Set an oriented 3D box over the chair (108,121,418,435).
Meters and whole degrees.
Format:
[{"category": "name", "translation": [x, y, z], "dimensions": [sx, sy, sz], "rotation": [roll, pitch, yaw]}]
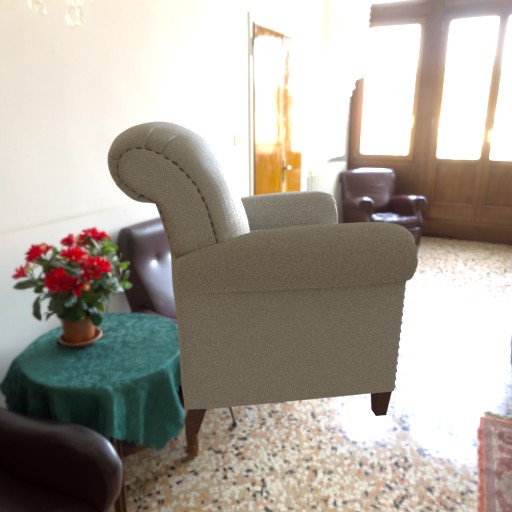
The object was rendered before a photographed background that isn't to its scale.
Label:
[{"category": "chair", "translation": [0.000, 0.000, 1.599], "dimensions": [0.890, 0.927, 0.854], "rotation": [-3, 17, -9]}]
